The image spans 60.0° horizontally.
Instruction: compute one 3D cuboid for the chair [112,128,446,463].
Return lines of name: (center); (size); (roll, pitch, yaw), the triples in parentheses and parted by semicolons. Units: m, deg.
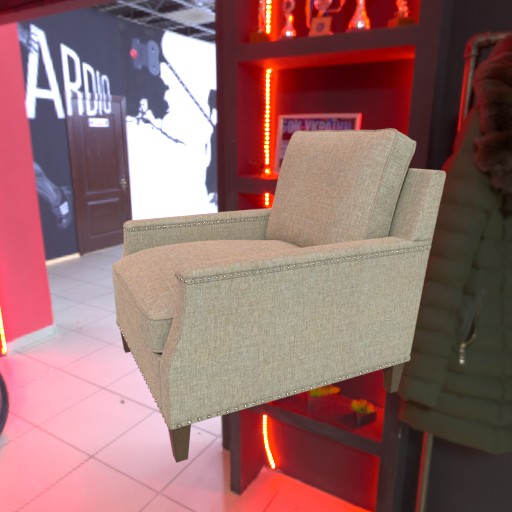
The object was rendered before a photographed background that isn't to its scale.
chair: (0.000, 0.000, 1.706); (1.014, 0.943, 0.853); (-7, 16, -26)
